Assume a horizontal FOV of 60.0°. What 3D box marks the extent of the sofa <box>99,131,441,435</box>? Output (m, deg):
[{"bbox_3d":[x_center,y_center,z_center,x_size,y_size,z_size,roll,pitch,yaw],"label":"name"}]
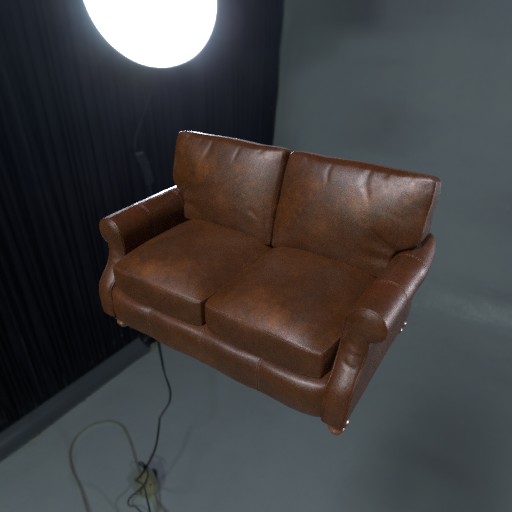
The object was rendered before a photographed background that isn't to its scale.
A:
[{"bbox_3d":[0.000,0.000,2.293,1.616,0.976,0.990,18,34,29],"label":"sofa"}]
